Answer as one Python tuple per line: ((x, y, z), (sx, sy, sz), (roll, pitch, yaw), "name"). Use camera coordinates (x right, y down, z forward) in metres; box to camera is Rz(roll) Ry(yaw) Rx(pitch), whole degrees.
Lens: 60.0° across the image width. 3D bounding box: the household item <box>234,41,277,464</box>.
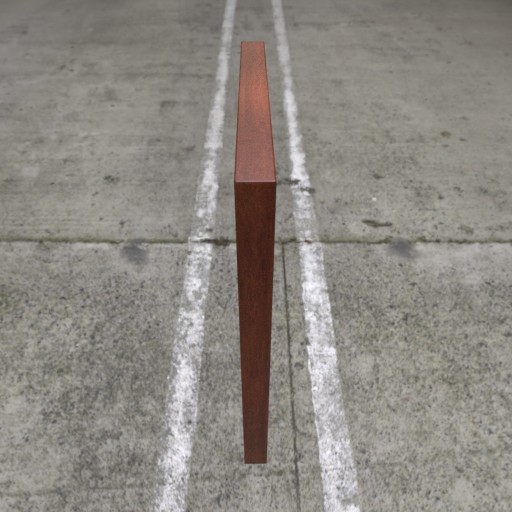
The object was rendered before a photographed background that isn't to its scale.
((0.000, 0.000, 0.336), (0.020, 0.250, 0.200), (0, 41, 0), "household item")
